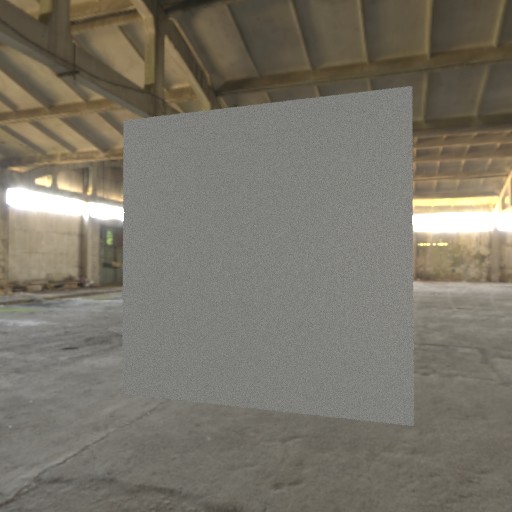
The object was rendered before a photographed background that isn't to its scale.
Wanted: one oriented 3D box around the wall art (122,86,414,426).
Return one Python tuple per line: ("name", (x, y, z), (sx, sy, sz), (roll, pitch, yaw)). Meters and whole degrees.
("wall art", (0.000, 0.000, 0.531), (0.355, 0.355, 0.027), (0, -1, 18))
